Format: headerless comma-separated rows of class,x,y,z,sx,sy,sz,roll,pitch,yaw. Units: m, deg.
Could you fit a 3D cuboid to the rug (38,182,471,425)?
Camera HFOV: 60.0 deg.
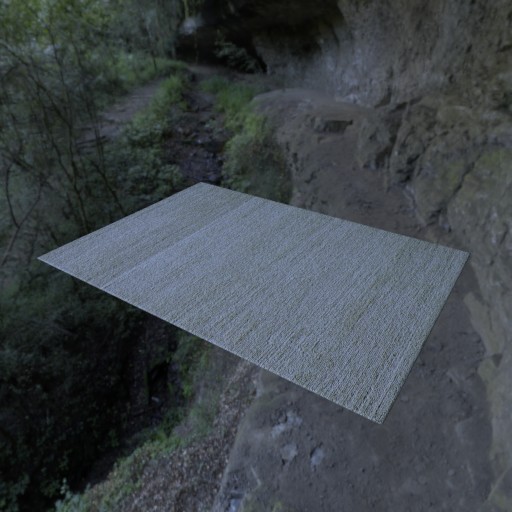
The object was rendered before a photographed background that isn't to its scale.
rug,0.000,0.000,4.919,3.935,0.025,2.782,19,35,29
